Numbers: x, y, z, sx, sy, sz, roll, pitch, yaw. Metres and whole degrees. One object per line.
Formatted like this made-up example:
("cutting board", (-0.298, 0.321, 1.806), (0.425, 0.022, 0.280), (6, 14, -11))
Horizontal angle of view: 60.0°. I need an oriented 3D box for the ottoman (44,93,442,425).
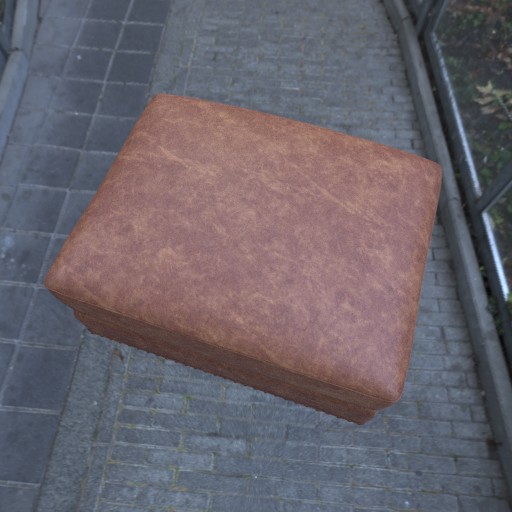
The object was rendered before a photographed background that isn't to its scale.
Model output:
("ottoman", (0.000, 0.000, 1.115), (0.742, 0.486, 0.586), (17, 65, 8))
